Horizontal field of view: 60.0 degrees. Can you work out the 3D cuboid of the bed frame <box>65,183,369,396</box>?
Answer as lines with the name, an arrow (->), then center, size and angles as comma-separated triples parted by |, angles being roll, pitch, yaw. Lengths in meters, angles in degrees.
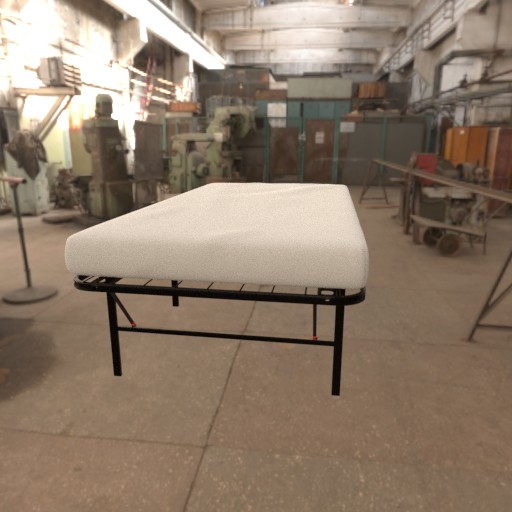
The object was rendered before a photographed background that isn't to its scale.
bed frame -> 0.000, 0.000, 2.321 | 0.989, 0.619, 1.903 | 2, 15, 9
